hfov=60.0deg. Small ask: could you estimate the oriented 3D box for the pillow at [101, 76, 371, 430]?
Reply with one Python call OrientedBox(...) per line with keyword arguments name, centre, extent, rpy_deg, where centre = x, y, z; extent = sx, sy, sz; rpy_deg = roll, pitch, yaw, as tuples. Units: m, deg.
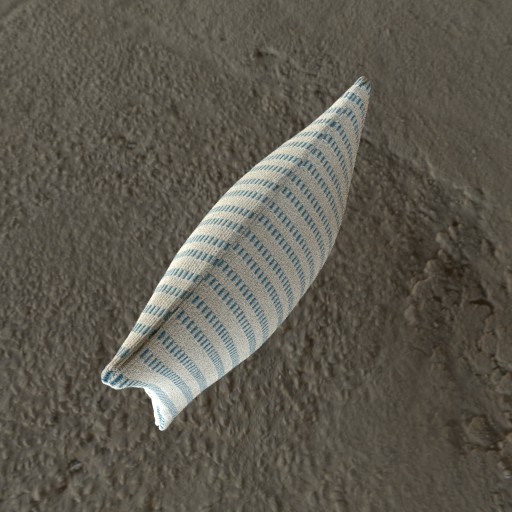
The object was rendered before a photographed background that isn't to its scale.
OrientedBox(name="pillow", centre=(0.000, 0.000, 0.786), extent=(0.210, 0.353, 0.640), rpy_deg=(32, 66, 16))
